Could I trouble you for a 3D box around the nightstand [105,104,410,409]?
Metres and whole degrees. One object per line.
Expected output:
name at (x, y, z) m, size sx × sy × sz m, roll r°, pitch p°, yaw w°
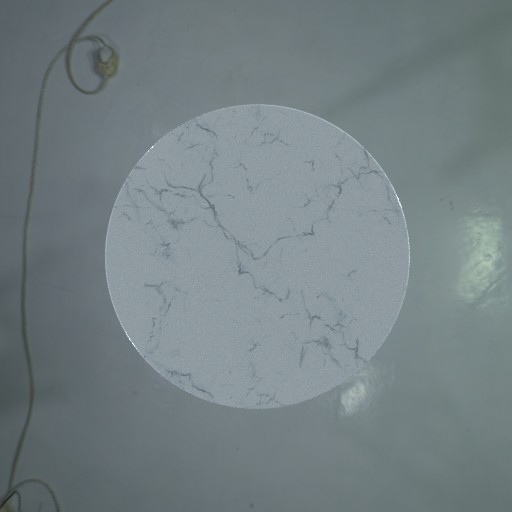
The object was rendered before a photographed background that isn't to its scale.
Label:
nightstand at (0.000, 0.000, 0.887) m, size 0.400 × 0.610 × 0.400 m, roll 0°, pitch 90°, yaw 0°
